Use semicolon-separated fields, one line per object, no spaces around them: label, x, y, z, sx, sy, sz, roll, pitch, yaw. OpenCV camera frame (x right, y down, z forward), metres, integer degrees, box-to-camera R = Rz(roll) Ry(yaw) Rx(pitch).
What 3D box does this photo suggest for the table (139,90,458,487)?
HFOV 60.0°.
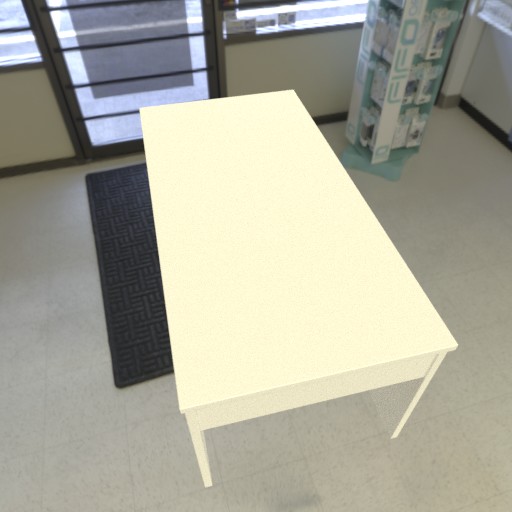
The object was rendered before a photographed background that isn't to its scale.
table;0.000;0.000;1.244;0.500;0.440;1.000;-10;48;-9
